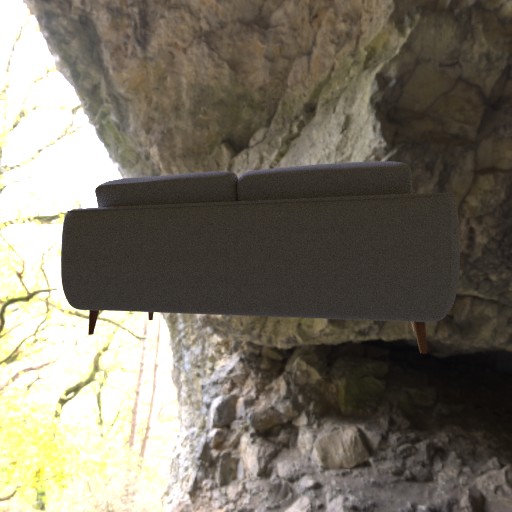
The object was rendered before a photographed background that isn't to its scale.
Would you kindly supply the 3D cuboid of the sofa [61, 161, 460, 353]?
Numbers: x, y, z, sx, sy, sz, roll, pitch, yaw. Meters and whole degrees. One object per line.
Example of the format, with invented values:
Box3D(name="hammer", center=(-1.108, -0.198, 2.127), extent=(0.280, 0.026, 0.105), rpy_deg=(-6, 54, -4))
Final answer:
Box3D(name="sofa", center=(0.000, 0.000, 2.453), extent=(2.000, 0.850, 0.920), rpy_deg=(0, -1, 17))
